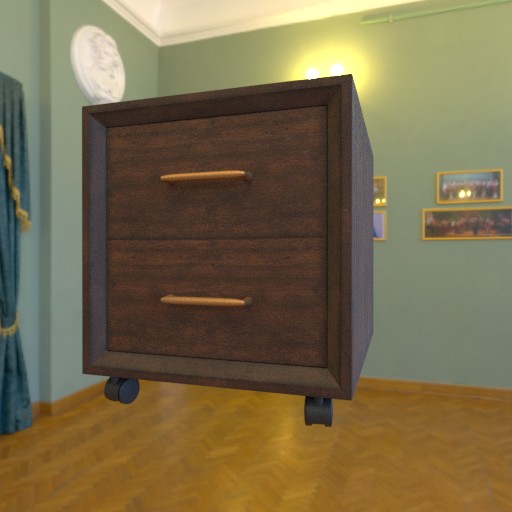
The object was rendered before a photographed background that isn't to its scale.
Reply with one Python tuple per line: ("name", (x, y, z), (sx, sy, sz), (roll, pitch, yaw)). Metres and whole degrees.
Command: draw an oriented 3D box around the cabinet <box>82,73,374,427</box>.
("cabinet", (0.000, 0.000, 0.835), (0.402, 0.455, 0.500), (0, 0, 18))
